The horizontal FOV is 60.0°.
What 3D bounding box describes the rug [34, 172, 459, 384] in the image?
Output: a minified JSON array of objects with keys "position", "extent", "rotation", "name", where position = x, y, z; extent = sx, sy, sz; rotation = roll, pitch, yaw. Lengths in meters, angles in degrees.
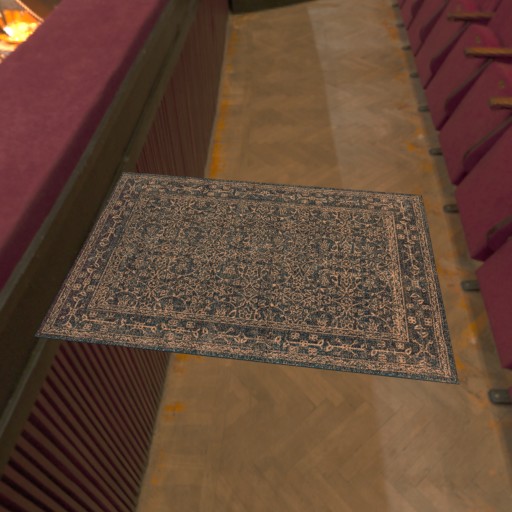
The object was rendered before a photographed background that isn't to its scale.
[{"position":[0.000,0.000,2.277],"extent":[1.819,0.005,1.200],"rotation":[5,48,5],"name":"rug"}]
